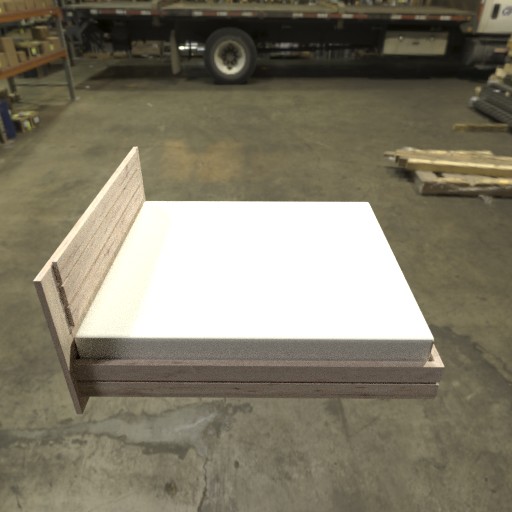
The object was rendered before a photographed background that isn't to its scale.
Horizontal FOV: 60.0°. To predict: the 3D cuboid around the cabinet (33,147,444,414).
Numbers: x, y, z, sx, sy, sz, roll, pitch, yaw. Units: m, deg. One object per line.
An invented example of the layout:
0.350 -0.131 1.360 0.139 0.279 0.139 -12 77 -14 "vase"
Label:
0.000 0.000 3.151 2.080 0.970 1.950 0 32 0 "cabinet"
